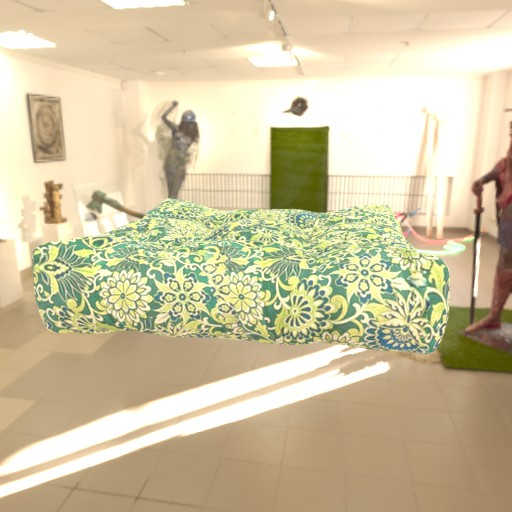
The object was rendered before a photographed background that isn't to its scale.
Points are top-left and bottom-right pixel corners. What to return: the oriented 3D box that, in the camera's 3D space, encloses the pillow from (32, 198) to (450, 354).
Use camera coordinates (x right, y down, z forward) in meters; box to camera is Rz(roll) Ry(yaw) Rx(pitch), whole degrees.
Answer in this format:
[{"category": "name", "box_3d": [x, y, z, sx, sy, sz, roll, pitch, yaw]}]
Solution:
[{"category": "pillow", "box_3d": [0.000, 0.000, 0.713, 0.490, 0.128, 0.468, 2, 15, 9]}]
